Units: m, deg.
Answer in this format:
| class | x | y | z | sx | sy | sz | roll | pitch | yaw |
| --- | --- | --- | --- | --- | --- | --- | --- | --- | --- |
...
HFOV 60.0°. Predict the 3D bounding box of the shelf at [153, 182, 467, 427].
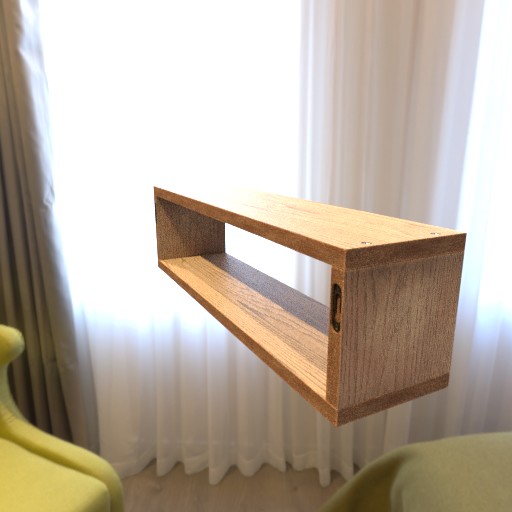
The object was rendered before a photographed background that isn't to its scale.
| class | x | y | z | sx | sy | sz | roll | pitch | yaw |
| --- | --- | --- | --- | --- | --- | --- | --- | --- | --- |
| shelf | 0.000 | 0.000 | 0.685 | 0.150 | 0.170 | 0.610 | -7 | 16 | -27 |
